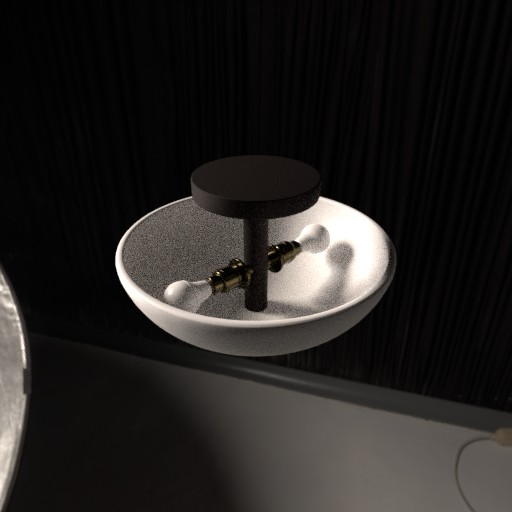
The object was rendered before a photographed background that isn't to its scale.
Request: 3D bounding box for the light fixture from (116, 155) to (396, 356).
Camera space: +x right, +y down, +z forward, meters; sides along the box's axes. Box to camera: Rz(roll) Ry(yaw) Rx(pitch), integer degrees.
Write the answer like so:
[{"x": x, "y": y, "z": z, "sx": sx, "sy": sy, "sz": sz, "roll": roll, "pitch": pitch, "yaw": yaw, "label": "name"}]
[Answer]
[{"x": 0.000, "y": 0.000, "z": 0.552, "sx": 0.331, "sy": 0.212, "sz": 0.331, "roll": 0, "pitch": 30, "yaw": 0, "label": "light fixture"}]
